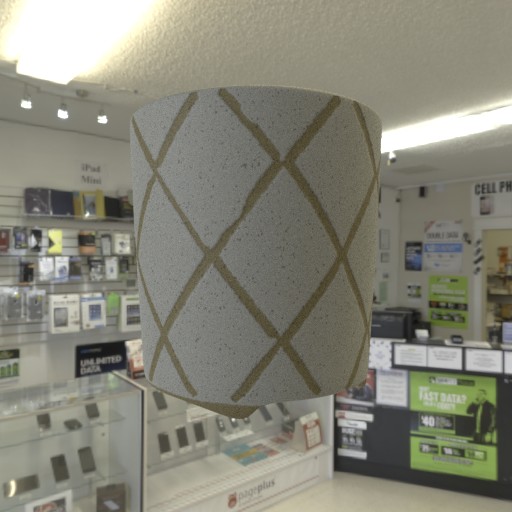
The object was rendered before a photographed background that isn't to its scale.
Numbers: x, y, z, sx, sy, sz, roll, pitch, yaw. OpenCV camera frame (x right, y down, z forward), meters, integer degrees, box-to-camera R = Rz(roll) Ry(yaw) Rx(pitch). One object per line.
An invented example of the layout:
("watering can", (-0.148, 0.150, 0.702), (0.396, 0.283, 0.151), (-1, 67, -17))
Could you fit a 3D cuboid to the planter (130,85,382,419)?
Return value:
("planter", (0.000, 0.000, 0.416), (0.228, 0.235, 0.228), (0, 0, 0))
